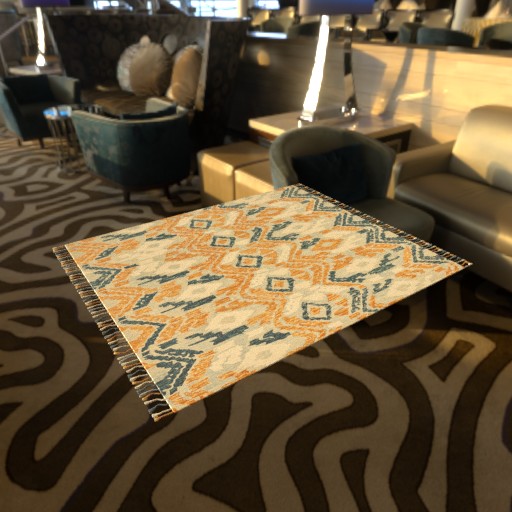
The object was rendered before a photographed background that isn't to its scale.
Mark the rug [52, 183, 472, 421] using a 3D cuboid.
[{"bbox_3d":[0.000,0.000,4.094,3.048,0.010,2.439,-19,35,-29],"label":"rug"}]
